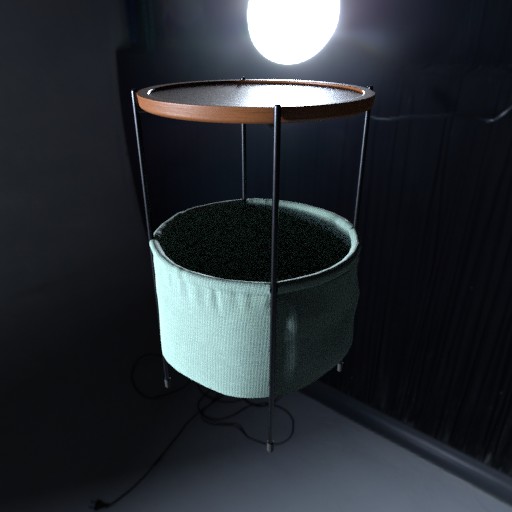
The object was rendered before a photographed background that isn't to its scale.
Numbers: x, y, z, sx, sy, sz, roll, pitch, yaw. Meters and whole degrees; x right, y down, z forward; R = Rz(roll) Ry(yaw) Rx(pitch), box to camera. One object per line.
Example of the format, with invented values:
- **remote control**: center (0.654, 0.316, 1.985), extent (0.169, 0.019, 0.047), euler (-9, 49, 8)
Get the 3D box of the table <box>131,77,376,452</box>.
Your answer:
- **table**: center (0.000, 0.000, 0.872), extent (0.400, 0.623, 0.400), euler (19, 32, 33)
